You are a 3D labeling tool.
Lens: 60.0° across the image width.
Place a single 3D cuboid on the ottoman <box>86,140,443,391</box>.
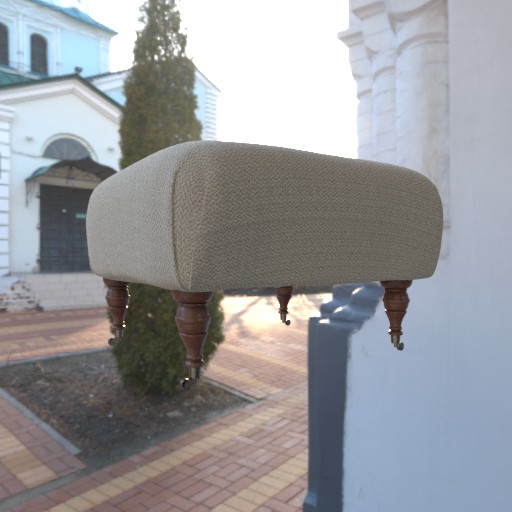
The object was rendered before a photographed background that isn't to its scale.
[{"bbox_3d":[0.000,0.000,1.070,0.684,0.447,0.622,0,0,-34],"label":"ottoman"}]
